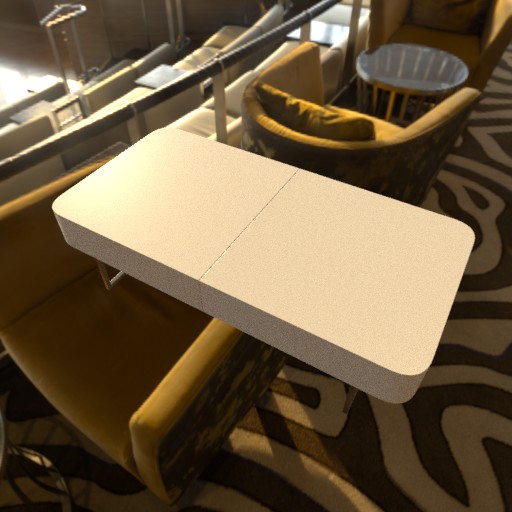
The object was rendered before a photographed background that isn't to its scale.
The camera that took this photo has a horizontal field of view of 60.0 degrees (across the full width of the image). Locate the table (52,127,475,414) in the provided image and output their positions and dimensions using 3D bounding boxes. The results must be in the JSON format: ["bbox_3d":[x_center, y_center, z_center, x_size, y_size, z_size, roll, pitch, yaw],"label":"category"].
[{"bbox_3d":[0.000,0.000,1.480,1.200,0.340,0.600,23,50,21],"label":"table"}]
